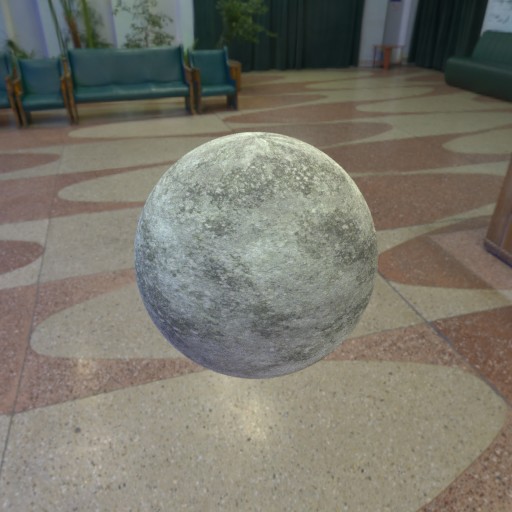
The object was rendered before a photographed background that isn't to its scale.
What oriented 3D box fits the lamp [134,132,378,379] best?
[{"bbox_3d":[0.000,0.000,0.794,0.422,0.429,0.422,0,31,0],"label":"lamp"}]
